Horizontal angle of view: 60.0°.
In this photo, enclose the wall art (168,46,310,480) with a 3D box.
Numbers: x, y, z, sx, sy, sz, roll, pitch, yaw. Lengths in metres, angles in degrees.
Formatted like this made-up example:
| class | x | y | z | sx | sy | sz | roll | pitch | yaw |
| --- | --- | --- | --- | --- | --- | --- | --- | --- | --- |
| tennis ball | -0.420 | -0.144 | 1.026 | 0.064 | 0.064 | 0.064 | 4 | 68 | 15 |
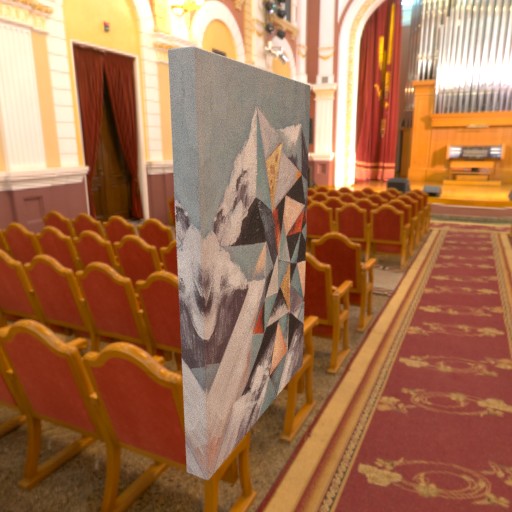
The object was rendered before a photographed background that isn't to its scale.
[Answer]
| class | x | y | z | sx | sy | sz | roll | pitch | yaw |
| --- | --- | --- | --- | --- | --- | --- | --- | --- | --- |
| wall art | 0.000 | 0.000 | 1.171 | 0.061 | 0.911 | 0.609 | 7 | 16 | 26 |
